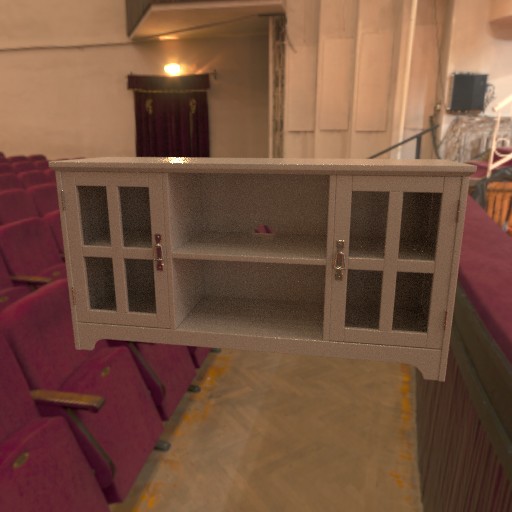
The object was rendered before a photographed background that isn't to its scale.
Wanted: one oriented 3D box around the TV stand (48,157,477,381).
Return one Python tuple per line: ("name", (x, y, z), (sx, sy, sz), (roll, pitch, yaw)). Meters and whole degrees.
("TV stand", (0.000, 0.000, 1.431), (1.167, 0.603, 0.344), (3, 15, 10))
